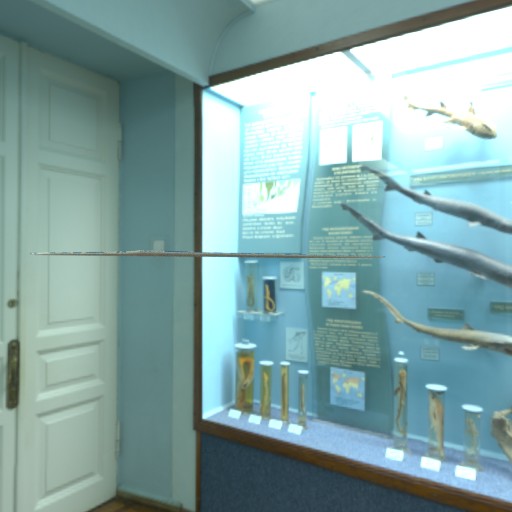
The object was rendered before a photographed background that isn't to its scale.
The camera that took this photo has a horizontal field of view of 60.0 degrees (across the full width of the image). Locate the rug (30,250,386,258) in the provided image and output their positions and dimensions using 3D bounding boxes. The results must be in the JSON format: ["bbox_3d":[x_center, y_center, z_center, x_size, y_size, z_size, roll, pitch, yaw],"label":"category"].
[{"bbox_3d":[0.000,0.000,2.776,0.768,0.011,2.446,-1,-1,36],"label":"rug"}]
